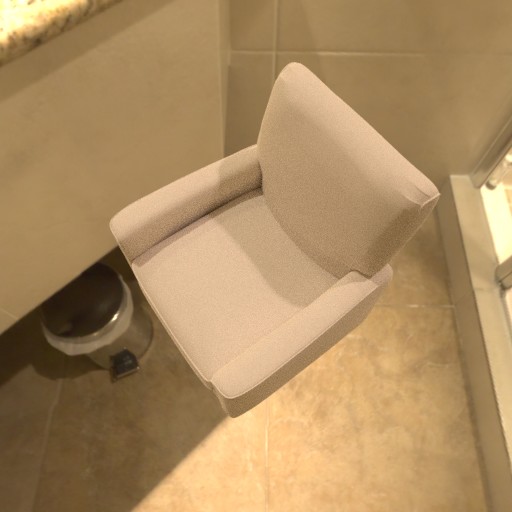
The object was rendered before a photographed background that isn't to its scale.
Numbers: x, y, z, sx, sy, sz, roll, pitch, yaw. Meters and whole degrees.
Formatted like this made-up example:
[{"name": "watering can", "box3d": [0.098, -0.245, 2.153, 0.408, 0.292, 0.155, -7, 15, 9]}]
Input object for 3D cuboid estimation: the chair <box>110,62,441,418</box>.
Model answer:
[{"name": "chair", "box3d": [0.000, 0.000, 1.705, 0.858, 1.028, 0.841, -33, 68, -15]}]
